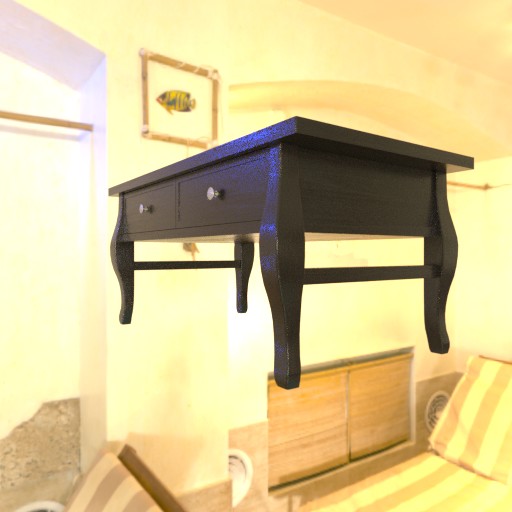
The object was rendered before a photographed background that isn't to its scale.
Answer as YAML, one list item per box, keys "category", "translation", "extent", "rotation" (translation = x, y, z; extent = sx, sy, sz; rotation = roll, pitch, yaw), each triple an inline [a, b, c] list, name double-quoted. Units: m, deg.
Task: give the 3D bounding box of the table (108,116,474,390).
- category: "table"
  translation: [0.000, 0.000, 1.372]
  extent: [0.600, 0.494, 1.062]
  rotation: [0, 0, -35]
